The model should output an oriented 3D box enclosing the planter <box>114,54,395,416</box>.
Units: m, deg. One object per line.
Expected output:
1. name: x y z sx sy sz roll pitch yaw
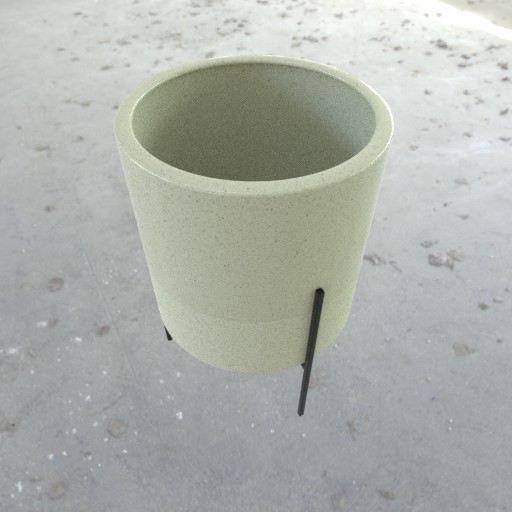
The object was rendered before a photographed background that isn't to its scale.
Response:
1. planter: 0.000 0.000 0.671 0.314 0.475 0.323 -21 49 -19
